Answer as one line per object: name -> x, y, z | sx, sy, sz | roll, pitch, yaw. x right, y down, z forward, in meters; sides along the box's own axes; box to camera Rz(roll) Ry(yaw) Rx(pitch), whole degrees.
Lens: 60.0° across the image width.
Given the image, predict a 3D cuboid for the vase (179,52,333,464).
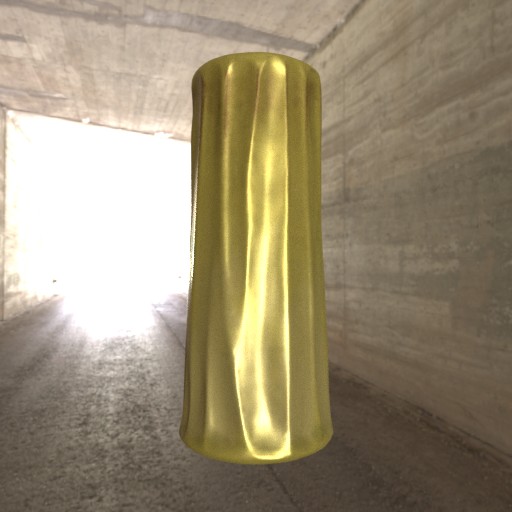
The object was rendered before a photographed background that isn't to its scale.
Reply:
vase -> 0.000, 0.000, 0.180 | 0.061, 0.143, 0.061 | 0, -1, 0
